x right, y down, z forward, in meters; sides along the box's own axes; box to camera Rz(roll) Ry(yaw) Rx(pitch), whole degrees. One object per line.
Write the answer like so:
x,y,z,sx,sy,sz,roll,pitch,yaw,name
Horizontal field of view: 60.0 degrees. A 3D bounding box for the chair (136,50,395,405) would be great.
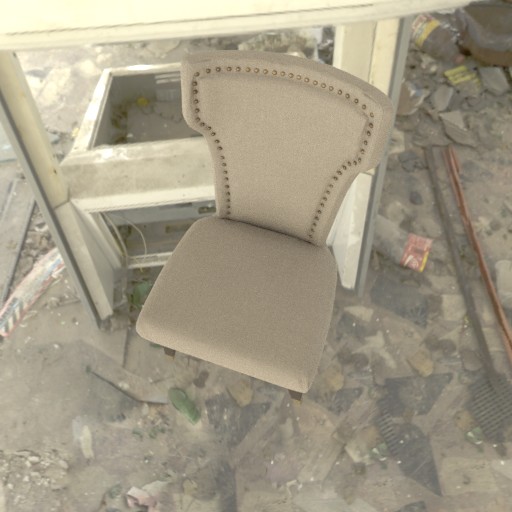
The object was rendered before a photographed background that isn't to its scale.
0.000,0.000,1.313,0.526,0.950,0.630,17,61,9,chair
